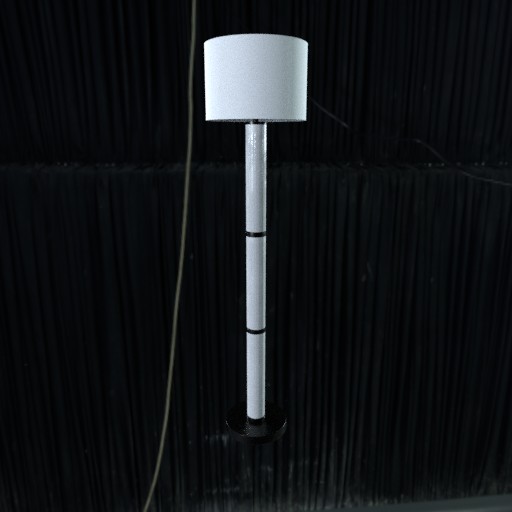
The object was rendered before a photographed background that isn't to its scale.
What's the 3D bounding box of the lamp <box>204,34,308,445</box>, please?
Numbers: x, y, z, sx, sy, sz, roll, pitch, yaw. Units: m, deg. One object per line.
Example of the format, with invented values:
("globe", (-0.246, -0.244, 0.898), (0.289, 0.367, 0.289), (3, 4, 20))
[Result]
("lamp", (0.000, 0.000, 1.819), (0.377, 1.599, 0.377), (-2, 16, -8))
